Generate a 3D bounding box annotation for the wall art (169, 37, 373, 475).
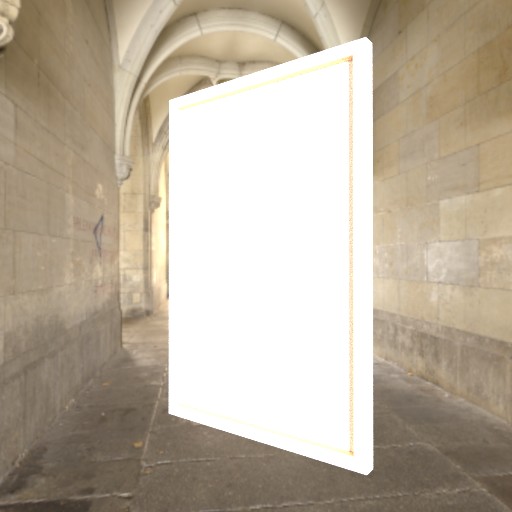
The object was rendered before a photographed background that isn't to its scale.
[{"bbox_3d":[0.000,0.000,1.123,0.607,0.912,0.038,0,-1,37],"label":"wall art"}]
